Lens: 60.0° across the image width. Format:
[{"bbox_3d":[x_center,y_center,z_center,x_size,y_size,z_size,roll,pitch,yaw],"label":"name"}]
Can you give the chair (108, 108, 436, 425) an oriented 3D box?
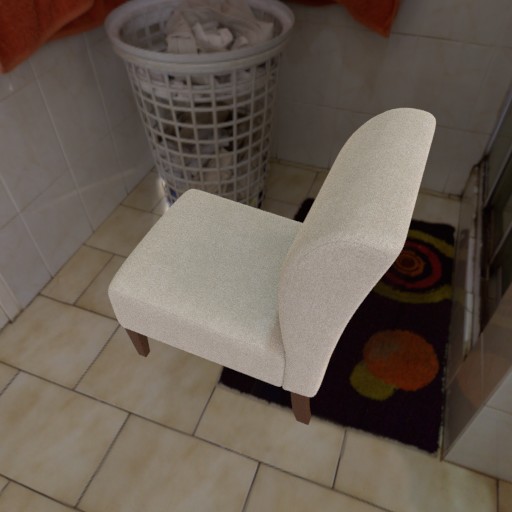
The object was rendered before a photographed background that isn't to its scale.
[{"bbox_3d":[0.000,0.000,1.310,0.754,0.833,0.521,17,49,15],"label":"chair"}]
